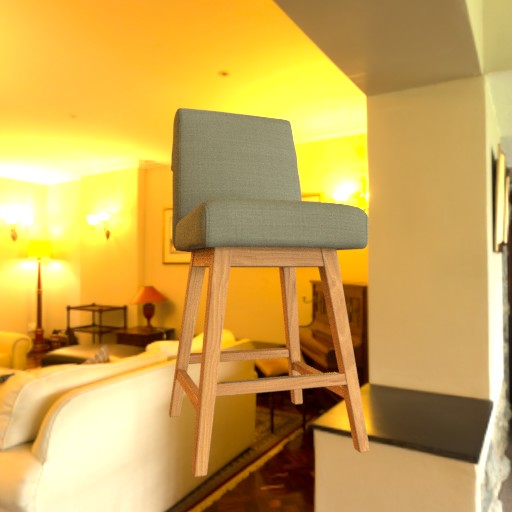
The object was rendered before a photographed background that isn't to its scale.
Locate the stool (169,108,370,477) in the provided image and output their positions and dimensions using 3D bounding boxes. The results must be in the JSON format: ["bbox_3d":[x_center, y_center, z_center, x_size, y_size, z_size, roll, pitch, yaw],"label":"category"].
[{"bbox_3d":[0.000,0.000,1.322,0.459,1.019,0.570,1,-2,-18],"label":"stool"}]
